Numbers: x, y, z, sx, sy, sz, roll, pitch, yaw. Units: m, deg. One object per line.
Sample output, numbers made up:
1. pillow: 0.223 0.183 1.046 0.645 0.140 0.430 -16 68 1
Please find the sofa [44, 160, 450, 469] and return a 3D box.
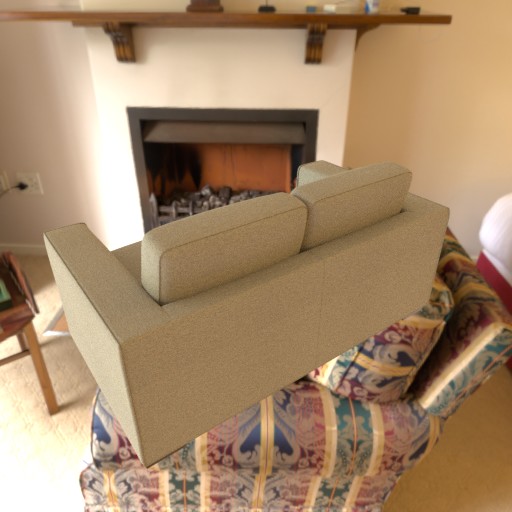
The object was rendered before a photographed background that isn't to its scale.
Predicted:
1. sofa: 0.000 0.000 2.326 1.812 0.924 1.007 -20 36 -30
